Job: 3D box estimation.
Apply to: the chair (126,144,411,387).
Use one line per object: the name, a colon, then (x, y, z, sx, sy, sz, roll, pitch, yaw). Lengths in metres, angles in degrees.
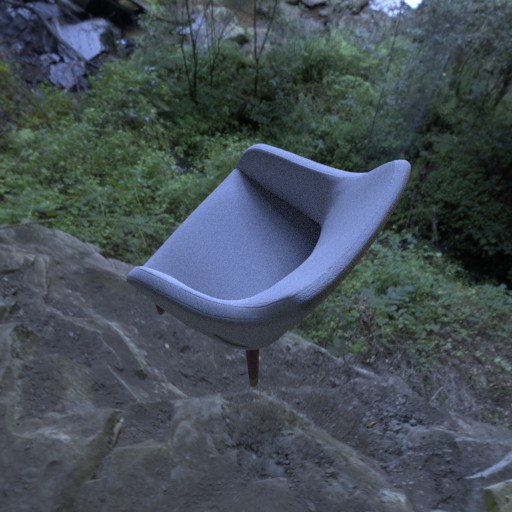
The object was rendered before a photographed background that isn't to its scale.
chair: (0.000, 0.000, 1.351, 0.600, 0.889, 0.609, 33, 68, 16)
